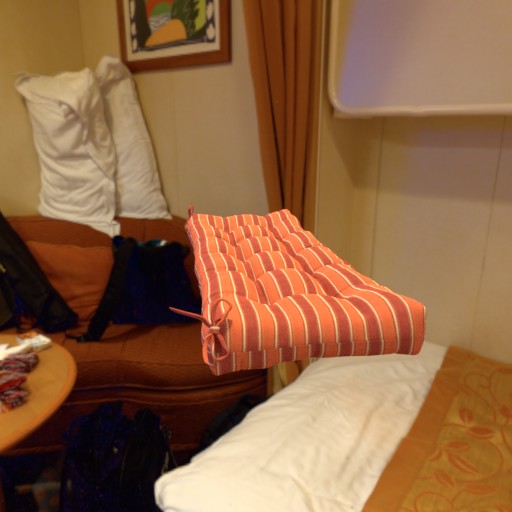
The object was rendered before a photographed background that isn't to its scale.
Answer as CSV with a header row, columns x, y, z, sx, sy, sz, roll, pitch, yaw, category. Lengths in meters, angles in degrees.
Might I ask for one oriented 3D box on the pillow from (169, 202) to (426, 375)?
x,y,z,sx,sy,sz,roll,pitch,yaw,category
0.000,0.000,1.371,0.511,0.174,1.194,-3,16,-10,pillow
